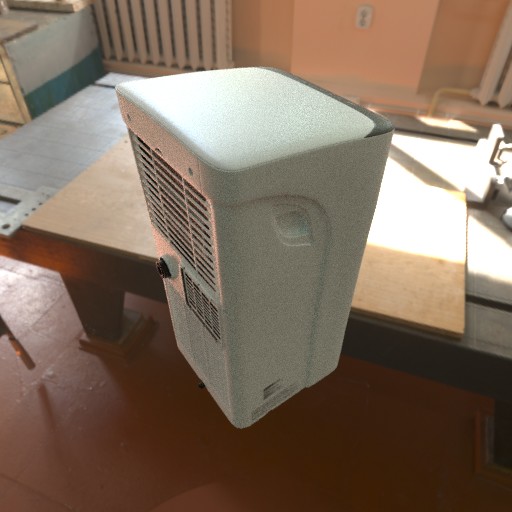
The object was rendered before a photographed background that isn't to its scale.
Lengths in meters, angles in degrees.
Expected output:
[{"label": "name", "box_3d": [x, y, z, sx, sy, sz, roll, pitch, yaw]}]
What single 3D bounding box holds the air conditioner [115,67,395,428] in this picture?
[{"label": "air conditioner", "box_3d": [0.000, 0.000, 0.939, 0.369, 0.716, 0.352, -25, 48, -26]}]
